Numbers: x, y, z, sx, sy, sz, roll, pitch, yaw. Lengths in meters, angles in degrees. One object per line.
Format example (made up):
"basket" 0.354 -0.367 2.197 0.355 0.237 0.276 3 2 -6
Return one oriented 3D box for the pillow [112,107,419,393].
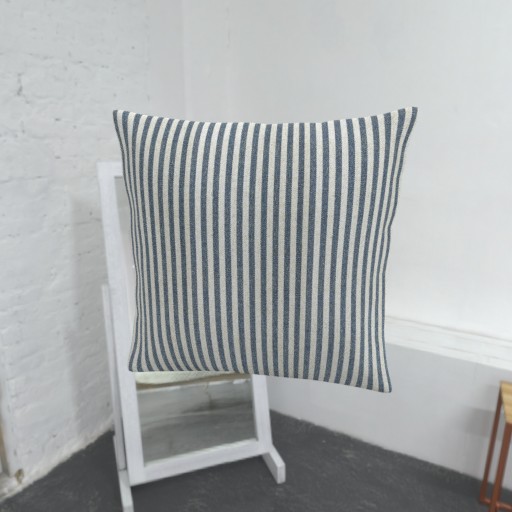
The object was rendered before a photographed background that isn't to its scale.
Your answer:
"pillow" 0.000 0.000 0.804 0.523 0.510 0.166 2 16 7
